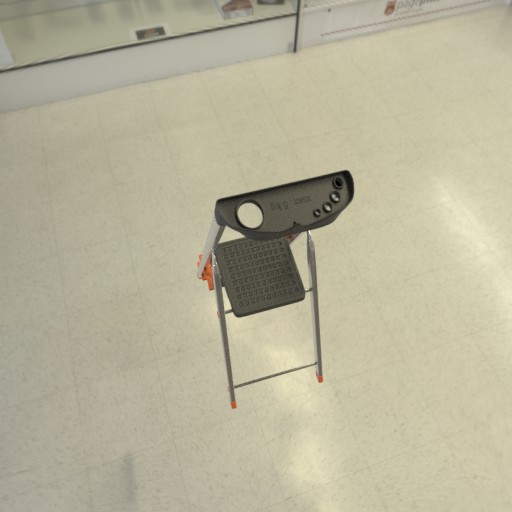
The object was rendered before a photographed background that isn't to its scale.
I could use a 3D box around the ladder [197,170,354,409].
[{"bbox_3d":[0.000,0.000,1.543,0.416,1.229,0.686,-14,60,-8],"label":"ladder"}]
